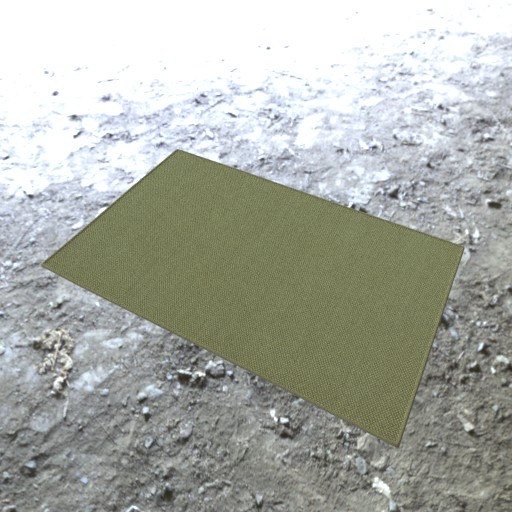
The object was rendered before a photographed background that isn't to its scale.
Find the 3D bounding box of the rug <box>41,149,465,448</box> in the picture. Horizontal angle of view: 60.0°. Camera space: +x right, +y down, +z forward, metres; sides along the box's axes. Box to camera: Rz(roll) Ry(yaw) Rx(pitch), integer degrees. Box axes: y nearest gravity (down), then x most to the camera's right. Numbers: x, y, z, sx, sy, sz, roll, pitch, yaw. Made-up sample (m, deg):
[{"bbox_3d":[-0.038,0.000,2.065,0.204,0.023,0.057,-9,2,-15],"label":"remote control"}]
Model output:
[{"bbox_3d":[0.000,0.000,2.062,1.676,0.013,1.067,22,51,19],"label":"rug"}]
